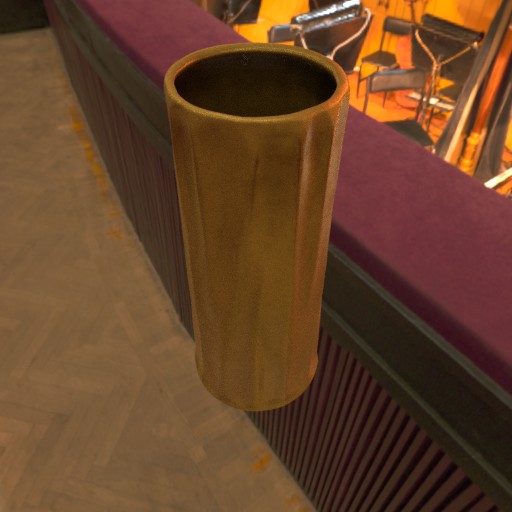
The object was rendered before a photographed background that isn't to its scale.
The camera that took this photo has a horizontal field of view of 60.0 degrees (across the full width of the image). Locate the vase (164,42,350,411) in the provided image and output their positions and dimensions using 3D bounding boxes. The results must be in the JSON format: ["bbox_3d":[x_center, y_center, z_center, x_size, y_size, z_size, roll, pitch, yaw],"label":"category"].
[{"bbox_3d":[0.000,0.000,0.174,0.061,0.143,0.061,0,45,0],"label":"vase"}]
